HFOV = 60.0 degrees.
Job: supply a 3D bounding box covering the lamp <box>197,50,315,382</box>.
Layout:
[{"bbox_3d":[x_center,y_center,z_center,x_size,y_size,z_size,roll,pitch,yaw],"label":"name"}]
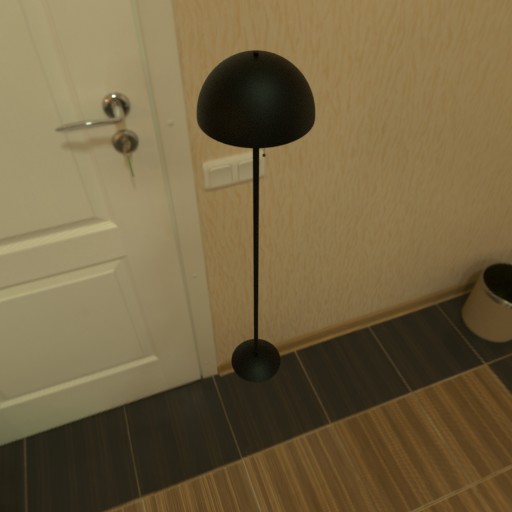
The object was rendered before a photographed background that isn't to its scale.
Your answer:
[{"bbox_3d":[0.000,0.000,1.642,0.328,1.480,0.328,32,54,26],"label":"lamp"}]
